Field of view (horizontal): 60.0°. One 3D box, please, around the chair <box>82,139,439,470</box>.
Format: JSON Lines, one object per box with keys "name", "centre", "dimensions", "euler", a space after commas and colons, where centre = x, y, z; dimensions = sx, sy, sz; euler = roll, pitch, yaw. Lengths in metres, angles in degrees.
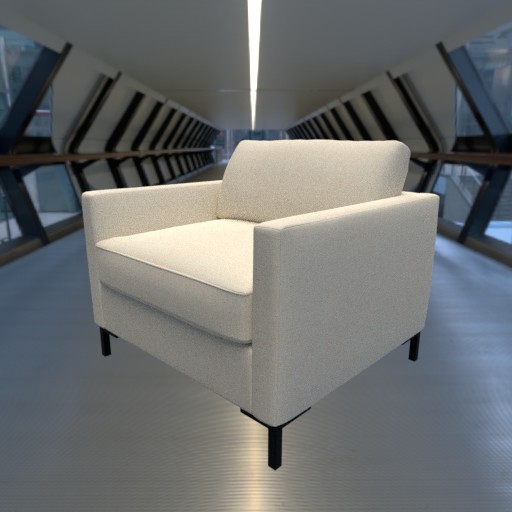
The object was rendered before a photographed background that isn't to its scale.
{"name": "chair", "centre": [0.000, 0.000, 1.587], "dimensions": [0.964, 0.806, 0.875], "euler": [14, 20, 42]}
